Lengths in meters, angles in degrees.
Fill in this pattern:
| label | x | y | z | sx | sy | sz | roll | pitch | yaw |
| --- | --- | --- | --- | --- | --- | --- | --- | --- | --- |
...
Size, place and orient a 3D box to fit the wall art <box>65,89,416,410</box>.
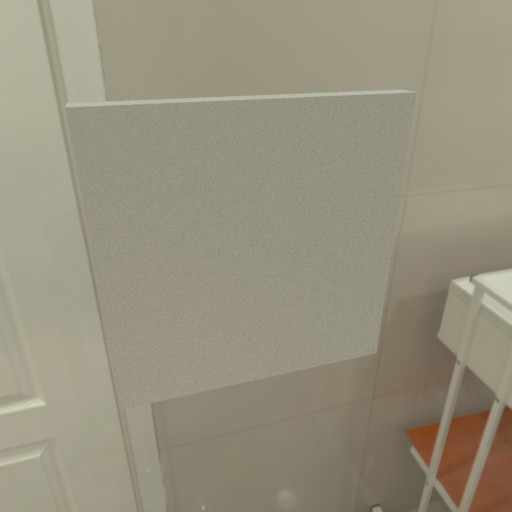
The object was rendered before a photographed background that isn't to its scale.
| label | x | y | z | sx | sy | sz | roll | pitch | yaw |
| --- | --- | --- | --- | --- | --- | --- | --- | --- | --- |
| wall art | 0.000 | 0.000 | 0.522 | 0.355 | 0.355 | 0.027 | -8 | 28 | -16 |
